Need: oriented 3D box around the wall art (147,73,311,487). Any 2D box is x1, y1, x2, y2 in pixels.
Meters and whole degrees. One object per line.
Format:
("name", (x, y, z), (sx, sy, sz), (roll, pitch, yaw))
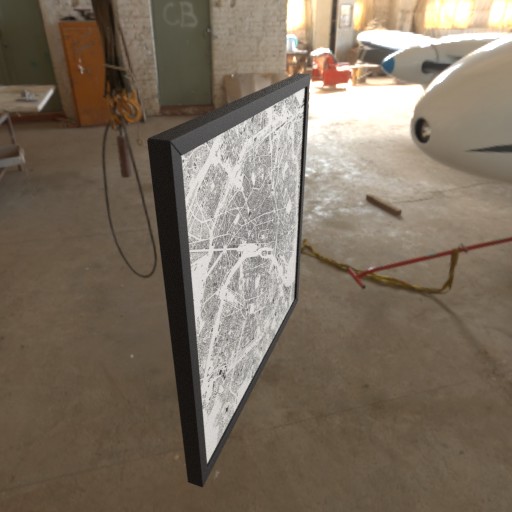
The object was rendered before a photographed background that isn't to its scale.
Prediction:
("wall art", (0.000, 0.000, 1.106), (0.037, 0.763, 0.763), (10, 31, 18))
